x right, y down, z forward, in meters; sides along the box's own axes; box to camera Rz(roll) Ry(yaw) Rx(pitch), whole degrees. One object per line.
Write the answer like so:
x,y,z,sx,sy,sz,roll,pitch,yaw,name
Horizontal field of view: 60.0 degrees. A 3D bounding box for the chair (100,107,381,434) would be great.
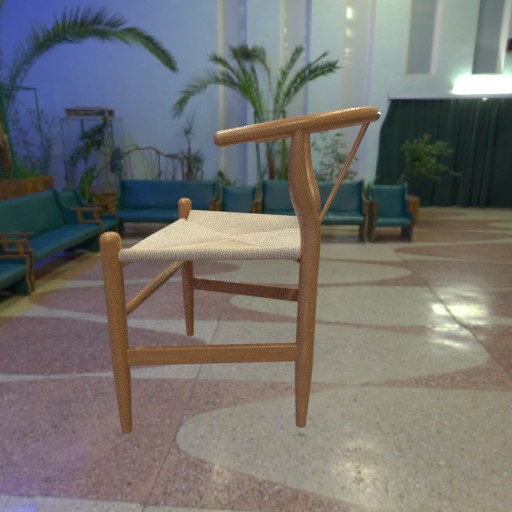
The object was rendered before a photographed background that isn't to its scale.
0.000,0.000,1.160,0.579,0.730,0.569,2,15,8,chair
